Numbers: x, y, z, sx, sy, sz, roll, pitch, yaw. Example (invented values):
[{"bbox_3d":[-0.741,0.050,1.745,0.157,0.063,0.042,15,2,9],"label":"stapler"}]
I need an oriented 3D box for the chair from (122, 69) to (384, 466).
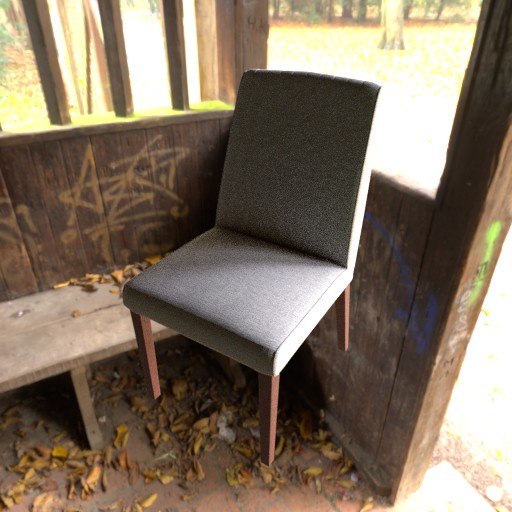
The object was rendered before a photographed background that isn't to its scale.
[{"bbox_3d":[0.000,0.000,1.251,0.480,0.900,0.594,19,36,27],"label":"chair"}]
